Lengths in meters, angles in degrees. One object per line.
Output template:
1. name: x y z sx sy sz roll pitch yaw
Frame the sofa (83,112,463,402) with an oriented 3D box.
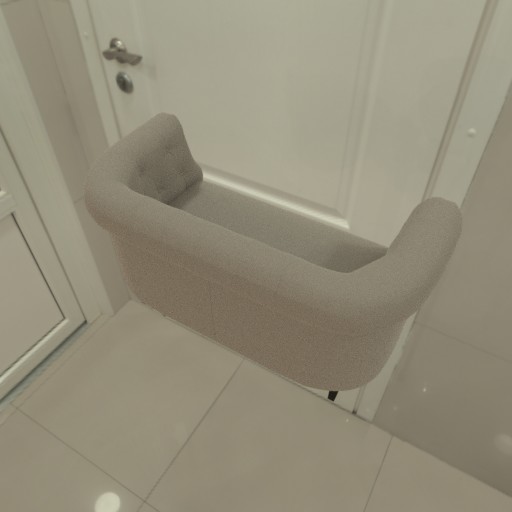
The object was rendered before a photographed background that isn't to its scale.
1. sofa: 0.000 0.000 2.068 1.558 0.827 0.835 23 49 21
